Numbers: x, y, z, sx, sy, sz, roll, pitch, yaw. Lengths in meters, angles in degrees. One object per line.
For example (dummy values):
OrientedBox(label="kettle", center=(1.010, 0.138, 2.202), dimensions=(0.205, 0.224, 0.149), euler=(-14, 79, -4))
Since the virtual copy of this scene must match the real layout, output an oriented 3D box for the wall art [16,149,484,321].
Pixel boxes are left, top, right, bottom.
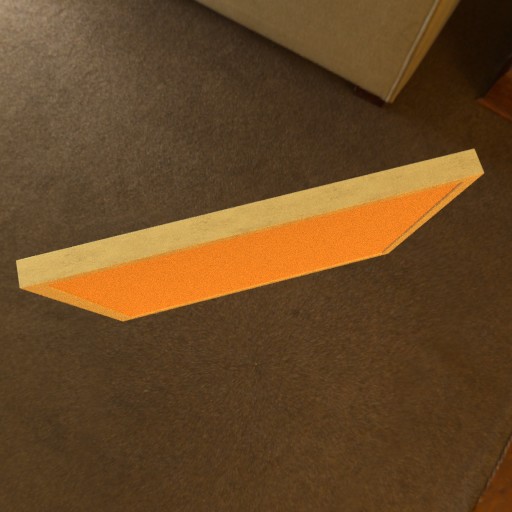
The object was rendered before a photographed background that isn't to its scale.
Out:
OrientedBox(label="wall art", center=(0.000, 0.000, 0.680), dimensions=(0.532, 0.380, 0.032), euler=(-14, 77, -3))
